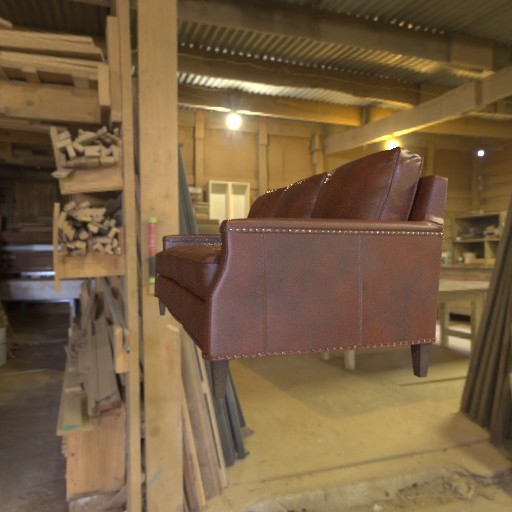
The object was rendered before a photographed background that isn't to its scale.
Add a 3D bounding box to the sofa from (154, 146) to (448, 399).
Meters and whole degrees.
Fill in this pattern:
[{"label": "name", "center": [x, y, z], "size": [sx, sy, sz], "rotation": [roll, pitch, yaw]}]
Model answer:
[{"label": "sofa", "center": [0.000, 0.000, 2.777], "size": [1.084, 1.003, 2.240], "rotation": [0, 1, -18]}]
